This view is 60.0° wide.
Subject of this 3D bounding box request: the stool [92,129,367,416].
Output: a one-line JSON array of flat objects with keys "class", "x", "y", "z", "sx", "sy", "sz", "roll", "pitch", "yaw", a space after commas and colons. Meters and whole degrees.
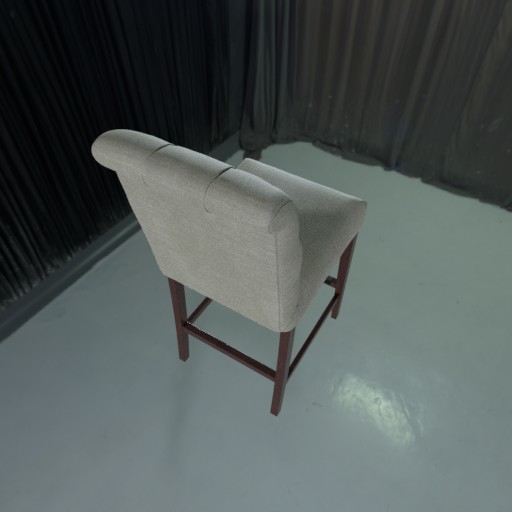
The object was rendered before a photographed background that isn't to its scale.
[{"class": "stool", "x": 0.000, "y": 0.000, "z": 1.447, "sx": 0.486, "sy": 1.084, "sz": 0.660, "roll": 25, "pitch": 52, "yaw": 21}]
